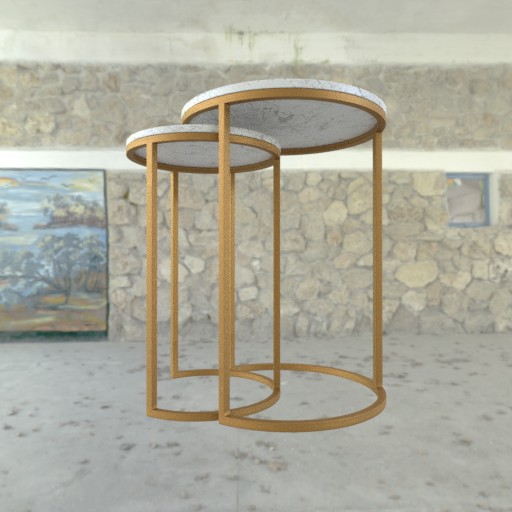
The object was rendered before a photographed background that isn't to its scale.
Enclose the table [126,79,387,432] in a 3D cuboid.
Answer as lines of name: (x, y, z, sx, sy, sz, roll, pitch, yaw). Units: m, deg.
table: (0.000, 0.000, 0.887, 0.507, 0.550, 0.400, 0, 0, -1)
